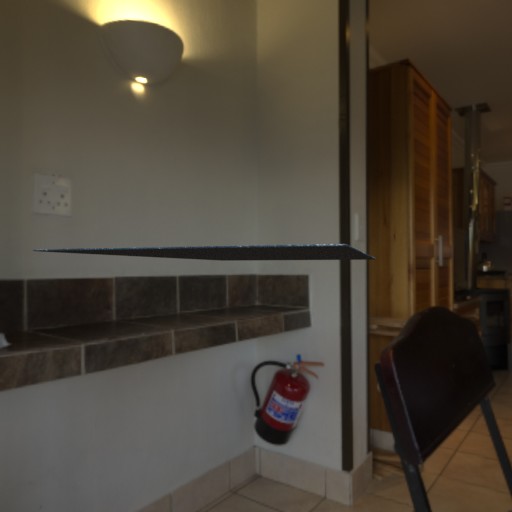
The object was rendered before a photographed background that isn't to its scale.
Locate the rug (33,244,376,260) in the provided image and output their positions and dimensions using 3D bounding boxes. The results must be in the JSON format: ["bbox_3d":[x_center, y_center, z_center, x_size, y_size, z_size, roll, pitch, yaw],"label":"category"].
[{"bbox_3d":[0.000,0.000,2.252,1.102,0.008,1.795,-1,-2,18],"label":"rug"}]
